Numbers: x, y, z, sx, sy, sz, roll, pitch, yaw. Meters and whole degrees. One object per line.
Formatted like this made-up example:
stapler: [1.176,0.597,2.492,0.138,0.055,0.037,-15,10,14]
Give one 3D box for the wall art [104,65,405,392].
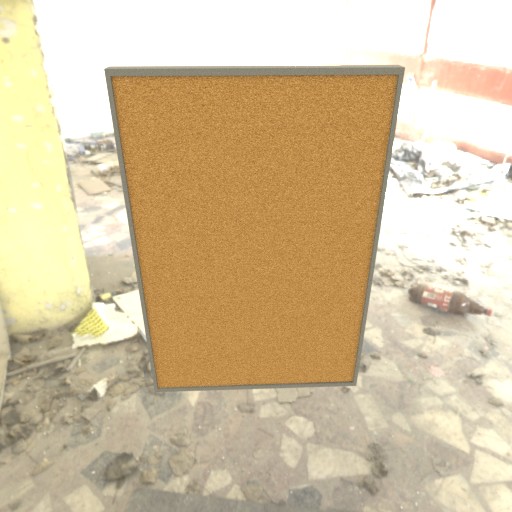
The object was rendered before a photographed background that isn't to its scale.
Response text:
wall art: [0.000,0.000,0.952,0.511,0.753,0.039,-1,30,-2]
